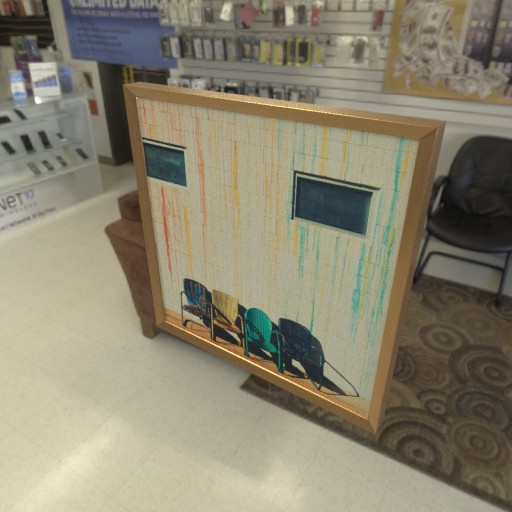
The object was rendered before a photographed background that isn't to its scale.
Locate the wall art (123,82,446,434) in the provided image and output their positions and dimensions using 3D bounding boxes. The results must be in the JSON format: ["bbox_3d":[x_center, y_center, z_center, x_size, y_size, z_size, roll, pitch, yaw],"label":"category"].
[{"bbox_3d":[0.000,0.000,0.747,0.505,0.505,0.037,19,35,29],"label":"wall art"}]
